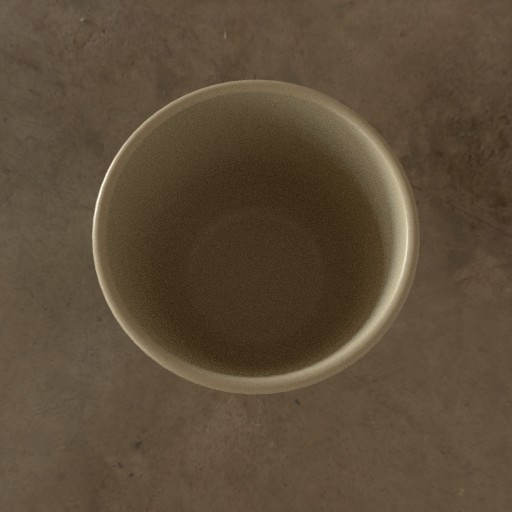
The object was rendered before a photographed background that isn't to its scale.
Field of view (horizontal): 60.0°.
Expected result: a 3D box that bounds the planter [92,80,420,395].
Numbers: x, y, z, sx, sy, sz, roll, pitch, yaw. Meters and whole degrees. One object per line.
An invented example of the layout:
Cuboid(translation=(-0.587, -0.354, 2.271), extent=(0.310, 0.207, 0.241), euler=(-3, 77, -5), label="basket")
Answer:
Cuboid(translation=(0.000, 0.000, 0.220), extent=(0.124, 0.109, 0.124), euler=(0, 77, 0), label="planter")
